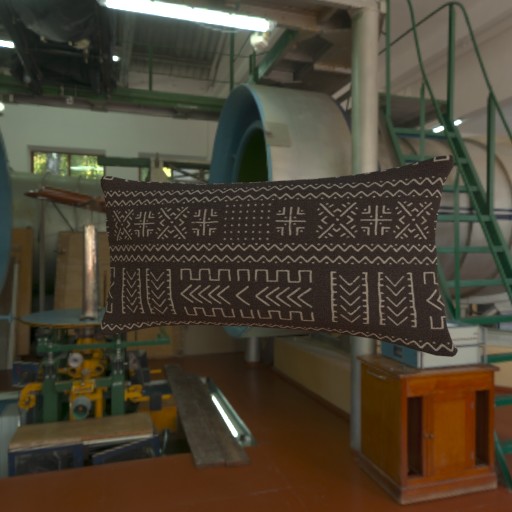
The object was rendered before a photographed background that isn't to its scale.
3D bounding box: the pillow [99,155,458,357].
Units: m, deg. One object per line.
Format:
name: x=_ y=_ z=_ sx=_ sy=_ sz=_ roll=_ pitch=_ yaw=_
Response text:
pillow: x=0.000 y=0.000 z=0.793 sx=0.667 sy=0.322 sz=0.135 roll=0 pitch=1 yaw=17
